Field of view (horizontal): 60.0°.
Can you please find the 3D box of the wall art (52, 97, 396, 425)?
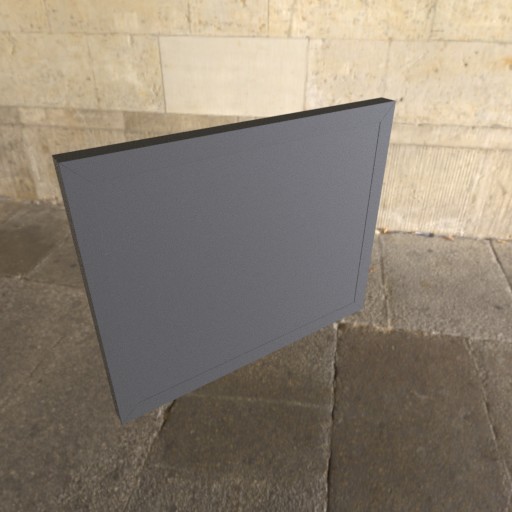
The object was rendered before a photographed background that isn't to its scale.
[{"bbox_3d":[0.000,0.000,0.552,0.404,0.329,0.024,-19,37,-28],"label":"wall art"}]
